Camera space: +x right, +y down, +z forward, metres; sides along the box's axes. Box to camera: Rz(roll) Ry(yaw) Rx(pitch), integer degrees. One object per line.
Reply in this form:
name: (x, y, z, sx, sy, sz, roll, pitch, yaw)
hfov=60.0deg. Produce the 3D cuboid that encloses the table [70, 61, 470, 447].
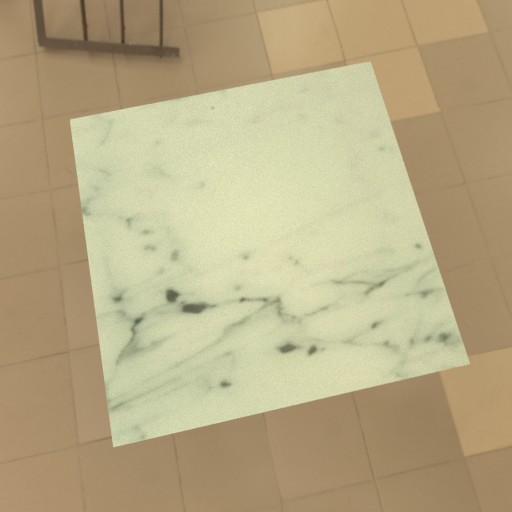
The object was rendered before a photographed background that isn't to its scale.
table: (0.000, 0.000, 1.279, 0.800, 0.450, 0.800, -12, 76, -3)
